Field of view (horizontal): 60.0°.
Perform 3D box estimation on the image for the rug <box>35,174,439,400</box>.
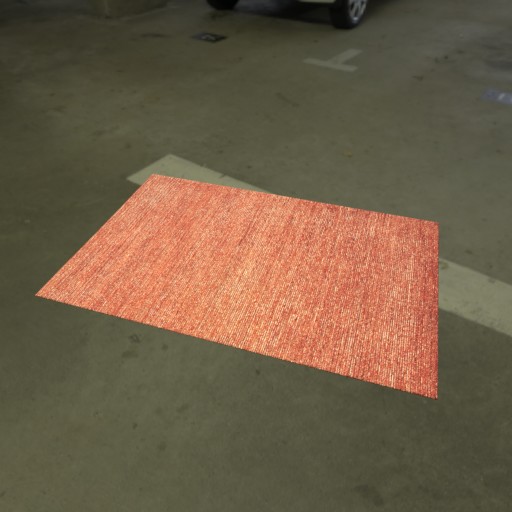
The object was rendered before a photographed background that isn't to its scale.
[{"bbox_3d":[0.000,0.000,2.224,1.747,0.011,1.139,12,42,13],"label":"rug"}]
